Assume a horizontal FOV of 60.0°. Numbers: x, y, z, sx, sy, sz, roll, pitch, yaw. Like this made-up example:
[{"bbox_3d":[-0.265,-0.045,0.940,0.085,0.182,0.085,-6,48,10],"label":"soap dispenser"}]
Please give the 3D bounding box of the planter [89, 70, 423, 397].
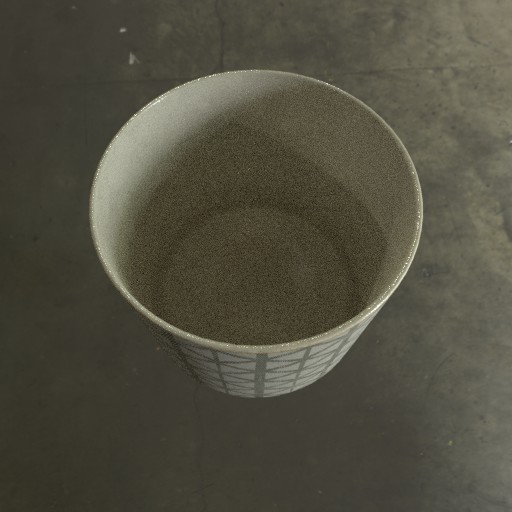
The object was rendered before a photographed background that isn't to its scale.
[{"bbox_3d":[0.000,0.000,0.336,0.190,0.181,0.190,0,64,0],"label":"planter"}]
